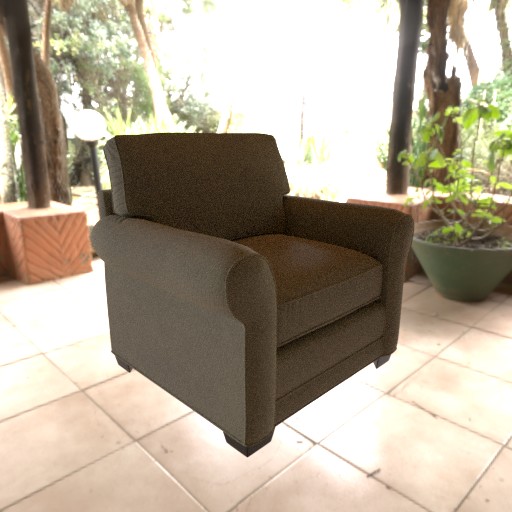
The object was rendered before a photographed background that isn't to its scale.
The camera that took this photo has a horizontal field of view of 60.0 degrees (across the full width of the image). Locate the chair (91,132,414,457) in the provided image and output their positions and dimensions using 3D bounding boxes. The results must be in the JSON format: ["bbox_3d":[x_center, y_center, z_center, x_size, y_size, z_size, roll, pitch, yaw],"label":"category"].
[{"bbox_3d":[0.000,0.000,1.939,1.147,1.044,0.939,-15,21,-43],"label":"chair"}]
